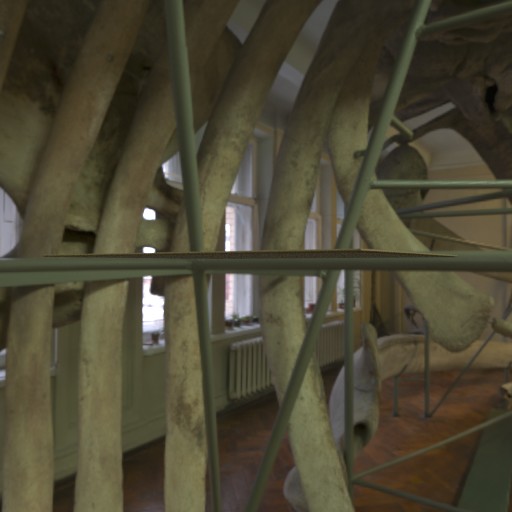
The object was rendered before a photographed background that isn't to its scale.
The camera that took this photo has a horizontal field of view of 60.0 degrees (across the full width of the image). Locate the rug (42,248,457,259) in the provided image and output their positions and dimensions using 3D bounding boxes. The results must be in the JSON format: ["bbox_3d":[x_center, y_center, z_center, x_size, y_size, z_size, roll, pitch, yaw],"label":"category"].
[{"bbox_3d":[0.000,0.000,4.098,3.041,0.020,2.413,-1,-1,35],"label":"rug"}]
